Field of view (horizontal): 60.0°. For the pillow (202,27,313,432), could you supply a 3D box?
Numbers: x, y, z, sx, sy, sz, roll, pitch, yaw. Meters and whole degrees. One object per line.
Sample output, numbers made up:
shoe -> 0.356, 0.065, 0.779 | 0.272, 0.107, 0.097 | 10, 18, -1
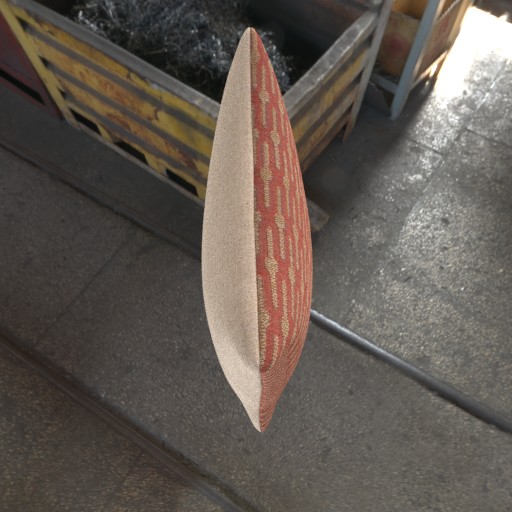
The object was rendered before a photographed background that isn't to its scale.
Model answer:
pillow -> 0.000, 0.000, 0.755 | 0.182, 0.503, 0.511 | -1, 63, -1
